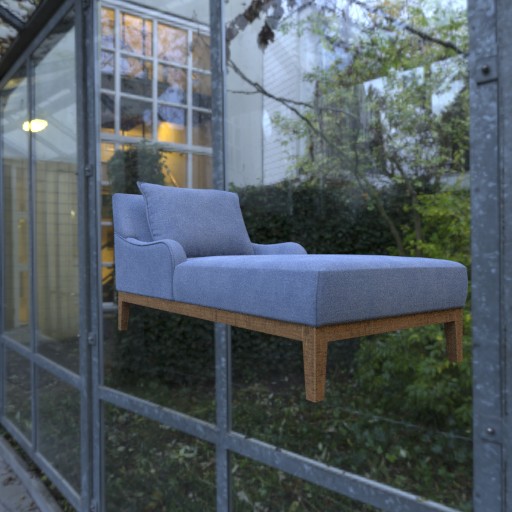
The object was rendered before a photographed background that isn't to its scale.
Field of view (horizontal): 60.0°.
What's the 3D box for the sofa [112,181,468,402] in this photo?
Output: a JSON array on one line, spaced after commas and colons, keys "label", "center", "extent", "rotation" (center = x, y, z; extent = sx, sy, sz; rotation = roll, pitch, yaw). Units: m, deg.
[{"label": "sofa", "center": [0.000, 0.000, 2.275], "extent": [0.904, 0.883, 1.779], "rotation": [0, 0, -37]}]
